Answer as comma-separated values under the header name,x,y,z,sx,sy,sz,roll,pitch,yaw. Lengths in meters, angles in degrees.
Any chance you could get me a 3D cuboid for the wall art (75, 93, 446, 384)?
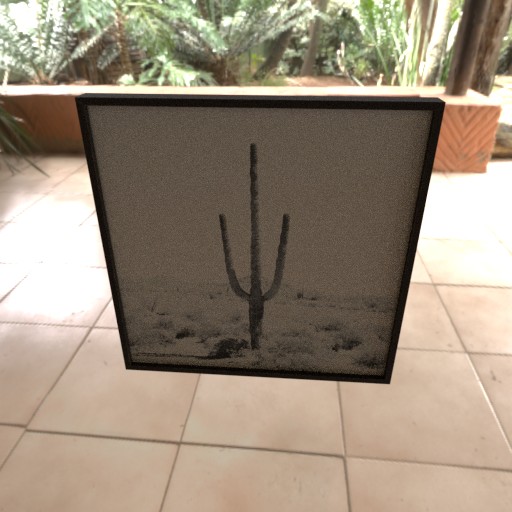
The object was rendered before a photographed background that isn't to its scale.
name,x,y,z,sx,sy,sz,roll,pitch,yaw
wall art,0.000,0.000,0.744,0.508,0.508,0.038,2,29,4
